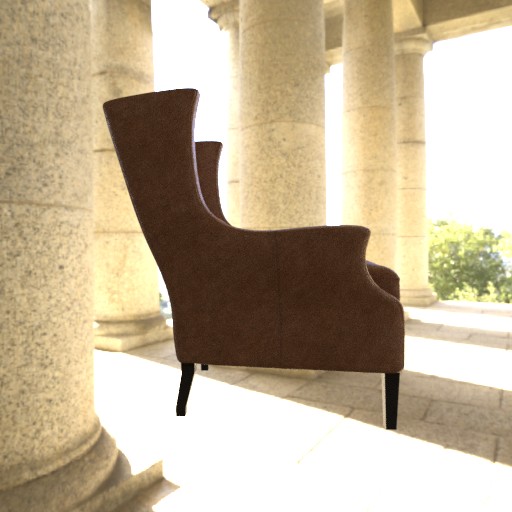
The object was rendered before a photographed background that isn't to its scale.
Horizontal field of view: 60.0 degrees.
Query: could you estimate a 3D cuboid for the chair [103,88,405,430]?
[{"bbox_3d":[0.000,0.000,1.678,0.926,1.016,0.853,0,1,2],"label":"chair"}]
